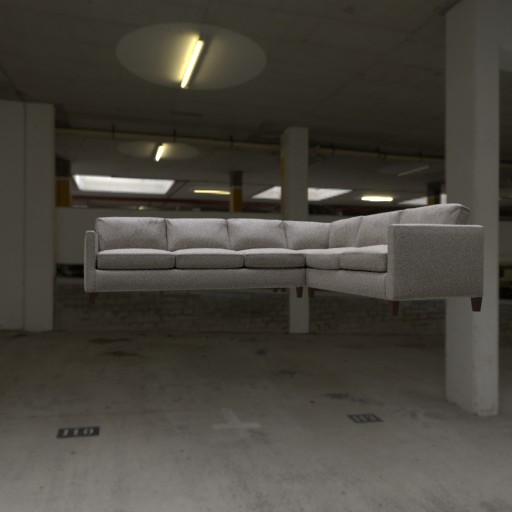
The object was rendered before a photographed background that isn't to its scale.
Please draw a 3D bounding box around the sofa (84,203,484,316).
[{"bbox_3d":[0.000,0.000,4.460,3.302,0.947,2.593,0,0,-18],"label":"sofa"}]
